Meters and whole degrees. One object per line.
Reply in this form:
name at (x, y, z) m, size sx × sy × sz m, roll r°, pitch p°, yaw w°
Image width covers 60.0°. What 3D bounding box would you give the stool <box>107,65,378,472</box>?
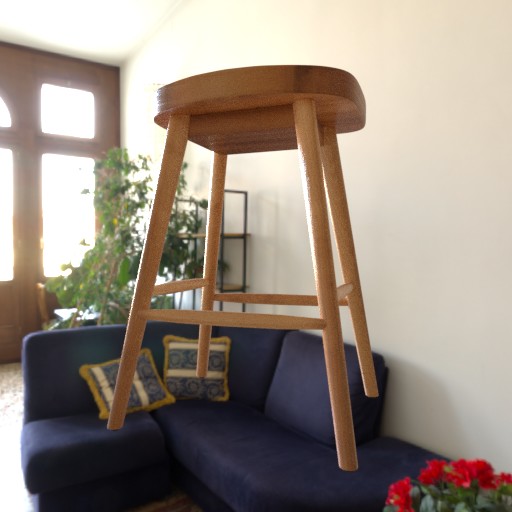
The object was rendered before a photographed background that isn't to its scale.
stool at (0.000, 0.000, 0.870) m, size 0.440 × 0.615 × 0.361 m, roll 0°, pitch 1°, yaw 20°
